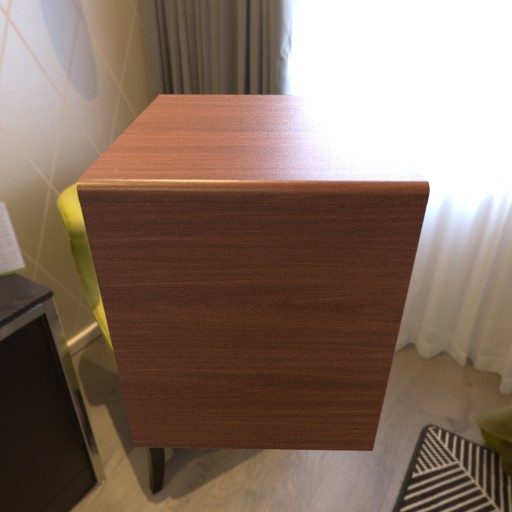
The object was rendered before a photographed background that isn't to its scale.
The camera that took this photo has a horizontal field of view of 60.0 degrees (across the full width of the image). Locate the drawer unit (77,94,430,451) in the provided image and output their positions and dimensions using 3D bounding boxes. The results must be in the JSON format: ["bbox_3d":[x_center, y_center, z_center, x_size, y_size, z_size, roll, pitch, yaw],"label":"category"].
[{"bbox_3d":[0.000,0.000,0.601,0.290,0.351,0.349,1,32,1],"label":"drawer unit"}]
